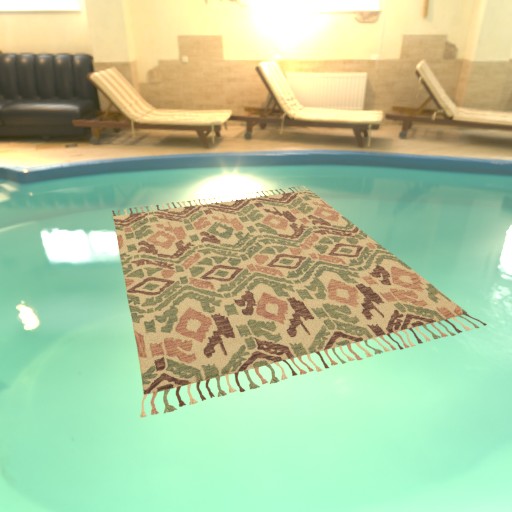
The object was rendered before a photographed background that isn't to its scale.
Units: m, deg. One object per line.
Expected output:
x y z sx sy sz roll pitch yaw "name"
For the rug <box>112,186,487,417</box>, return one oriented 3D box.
0.000 0.000 4.051 2.438 0.010 3.048 -10 31 -17 "rug"
